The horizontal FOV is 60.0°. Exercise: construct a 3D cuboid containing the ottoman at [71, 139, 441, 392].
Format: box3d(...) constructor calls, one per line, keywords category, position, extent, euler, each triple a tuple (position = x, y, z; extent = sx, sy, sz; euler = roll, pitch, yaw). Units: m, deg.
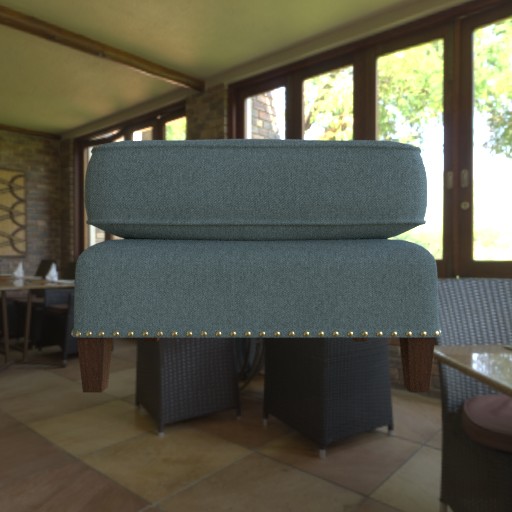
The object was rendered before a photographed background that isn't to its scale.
box3d(category="ottoman", position=(0.000, 0.000, 1.155), extent=(0.738, 0.537, 0.589), euler=(0, 1, 0))
